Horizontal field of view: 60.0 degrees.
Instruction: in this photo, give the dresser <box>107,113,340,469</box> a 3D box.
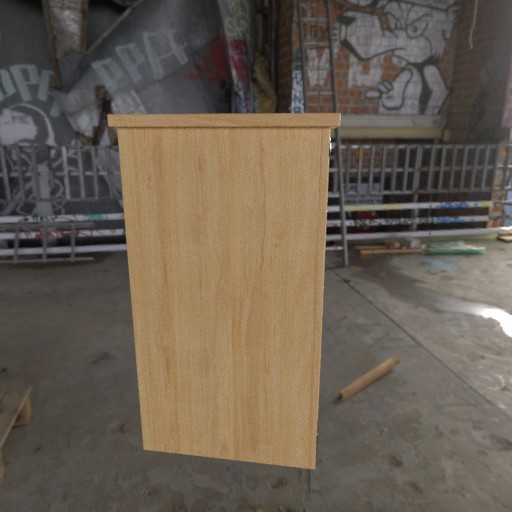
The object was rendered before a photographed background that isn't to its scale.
[{"bbox_3d":[0.000,0.000,1.238,0.410,0.730,0.800,3,16,9],"label":"dresser"}]
